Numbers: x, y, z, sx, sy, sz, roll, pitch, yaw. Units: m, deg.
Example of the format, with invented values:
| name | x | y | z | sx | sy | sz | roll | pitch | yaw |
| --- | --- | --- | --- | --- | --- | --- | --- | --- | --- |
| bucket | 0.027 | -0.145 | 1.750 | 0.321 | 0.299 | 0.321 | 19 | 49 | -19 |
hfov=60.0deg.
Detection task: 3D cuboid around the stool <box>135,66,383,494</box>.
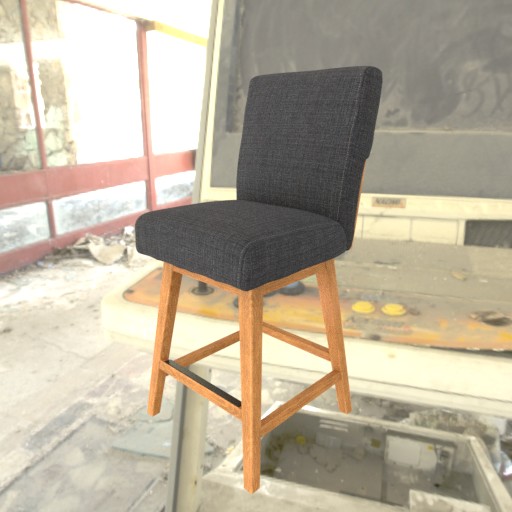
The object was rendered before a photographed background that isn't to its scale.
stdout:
| name | x | y | z | sx | sy | sz | roll | pitch | yaw |
| --- | --- | --- | --- | --- | --- | --- | --- | --- | --- |
| stool | 0.000 | 0.000 | 1.260 | 0.459 | 1.010 | 0.526 | 16 | 23 | 41 |
